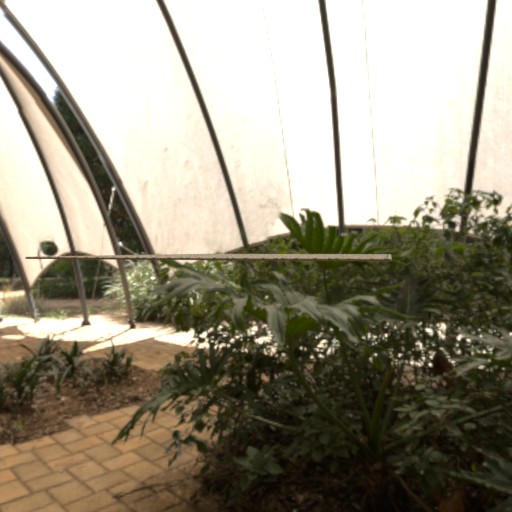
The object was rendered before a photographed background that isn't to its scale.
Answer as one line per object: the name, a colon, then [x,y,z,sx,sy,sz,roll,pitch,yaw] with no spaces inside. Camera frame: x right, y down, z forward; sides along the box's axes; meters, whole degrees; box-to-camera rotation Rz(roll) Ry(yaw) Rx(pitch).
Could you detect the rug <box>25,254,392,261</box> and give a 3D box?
rug: [0.000,0.000,4.180,2.441,0.017,3.050,0,1,17]
